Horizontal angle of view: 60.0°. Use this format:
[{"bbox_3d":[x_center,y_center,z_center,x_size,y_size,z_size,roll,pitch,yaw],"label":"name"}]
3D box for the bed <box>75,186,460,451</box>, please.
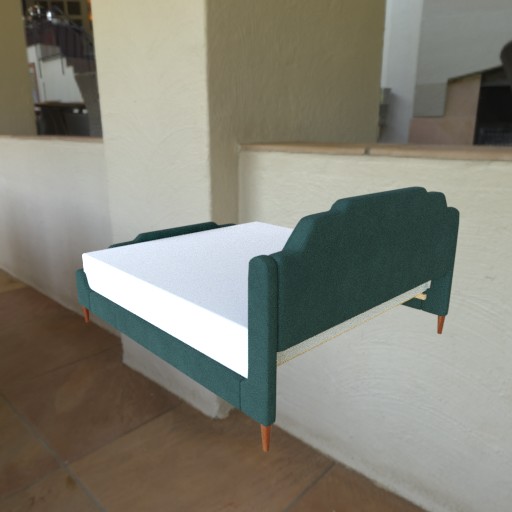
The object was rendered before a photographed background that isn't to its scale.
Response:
[{"bbox_3d":[0.000,0.000,3.588,2.074,1.245,2.340,-14,21,-42],"label":"bed"}]
